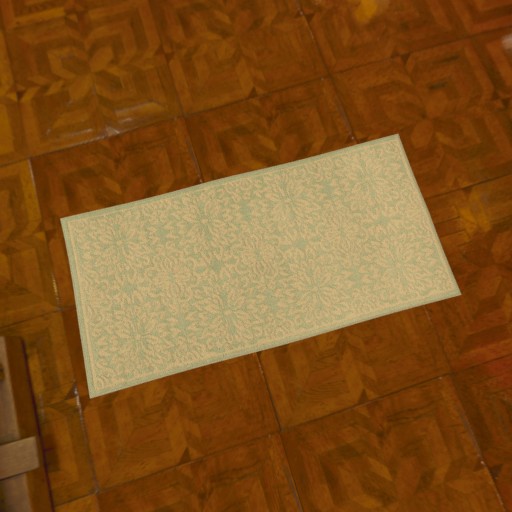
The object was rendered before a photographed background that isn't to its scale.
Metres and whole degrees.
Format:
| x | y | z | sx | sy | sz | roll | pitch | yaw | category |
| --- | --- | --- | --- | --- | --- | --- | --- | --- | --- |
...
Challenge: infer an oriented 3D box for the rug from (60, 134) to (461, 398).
| x | y | z | sx | sy | sz | roll | pitch | yaw | category |
| --- | --- | --- | --- | --- | --- | --- | --- | --- | --- |
| 0.000 | 0.000 | 1.471 | 1.219 | 0.007 | 0.604 | -15 | 76 | -4 | rug |
